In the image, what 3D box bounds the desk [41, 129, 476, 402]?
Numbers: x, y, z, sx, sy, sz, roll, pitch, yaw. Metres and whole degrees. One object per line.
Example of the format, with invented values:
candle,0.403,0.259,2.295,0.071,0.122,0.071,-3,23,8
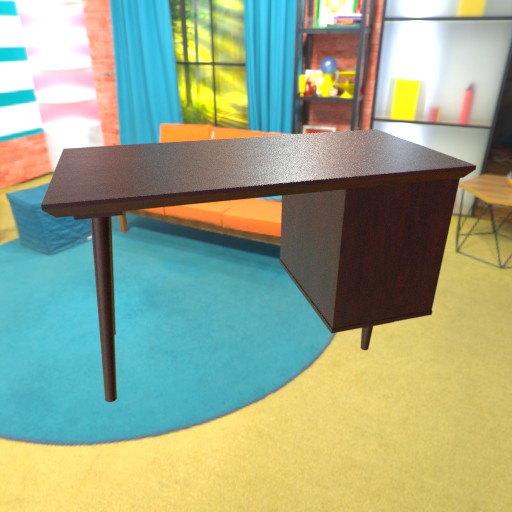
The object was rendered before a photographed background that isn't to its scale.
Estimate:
desk,0.000,0.000,1.676,1.277,0.758,0.612,-8,28,-15
